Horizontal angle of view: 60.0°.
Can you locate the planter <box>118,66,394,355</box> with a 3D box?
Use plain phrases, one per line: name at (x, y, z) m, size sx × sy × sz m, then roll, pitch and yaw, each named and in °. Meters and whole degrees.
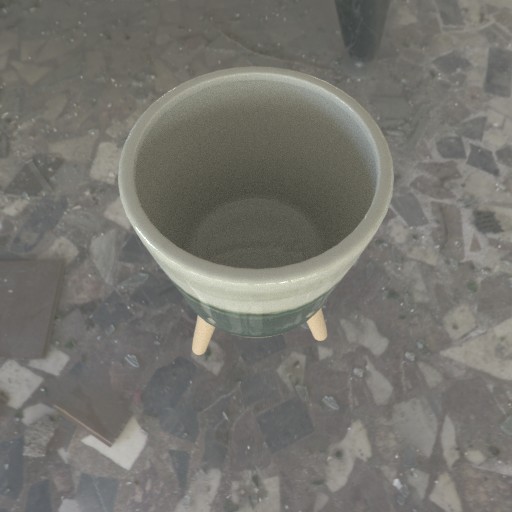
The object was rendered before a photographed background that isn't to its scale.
planter at (0.000, 0.000, 0.494) m, size 0.217 × 0.331 × 0.217 m, roll 33°, pitch 67°, yaw 16°
